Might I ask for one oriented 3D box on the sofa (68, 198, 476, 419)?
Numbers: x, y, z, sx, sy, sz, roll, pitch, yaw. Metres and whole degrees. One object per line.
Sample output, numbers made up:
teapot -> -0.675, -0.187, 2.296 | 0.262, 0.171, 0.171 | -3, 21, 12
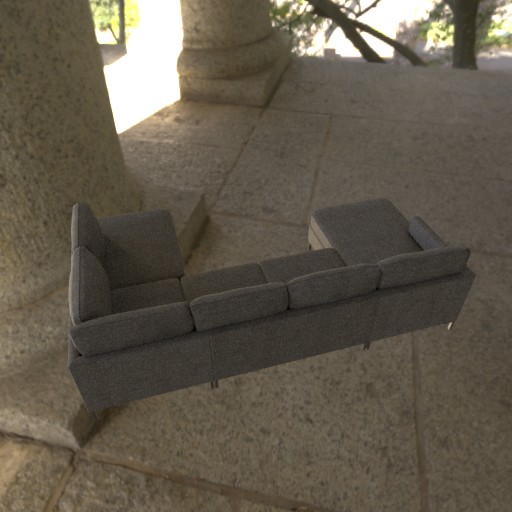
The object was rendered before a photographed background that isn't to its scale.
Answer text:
sofa -> 0.000, 0.000, 4.334 | 3.423, 0.999, 2.048 | -11, 42, -12
